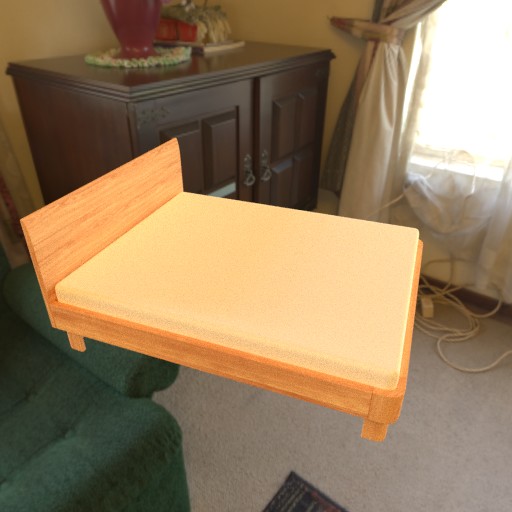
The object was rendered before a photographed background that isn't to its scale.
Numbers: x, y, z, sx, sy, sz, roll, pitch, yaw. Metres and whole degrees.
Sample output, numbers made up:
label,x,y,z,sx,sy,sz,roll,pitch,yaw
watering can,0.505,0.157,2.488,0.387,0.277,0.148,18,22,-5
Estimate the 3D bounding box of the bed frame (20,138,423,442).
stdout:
label,x,y,z,sx,sy,sz,roll,pitch,yaw
bed frame,0.000,0.000,2.973,2.092,0.940,1.660,11,33,18
